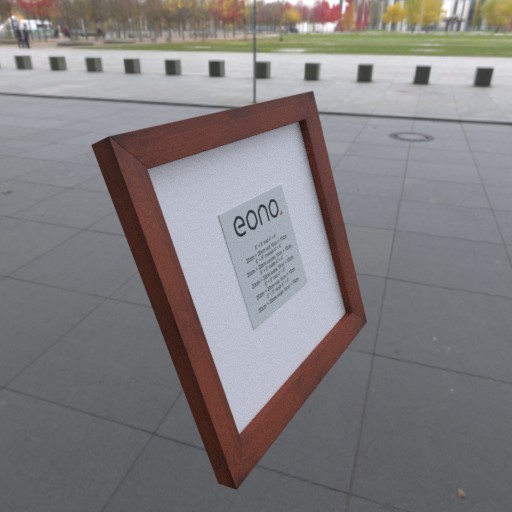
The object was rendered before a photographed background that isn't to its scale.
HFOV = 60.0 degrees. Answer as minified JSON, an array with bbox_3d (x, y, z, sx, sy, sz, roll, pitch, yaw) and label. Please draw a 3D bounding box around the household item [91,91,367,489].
[{"bbox_3d":[0.000,0.000,0.378,0.131,0.240,0.240,17,32,30],"label":"household item"}]
